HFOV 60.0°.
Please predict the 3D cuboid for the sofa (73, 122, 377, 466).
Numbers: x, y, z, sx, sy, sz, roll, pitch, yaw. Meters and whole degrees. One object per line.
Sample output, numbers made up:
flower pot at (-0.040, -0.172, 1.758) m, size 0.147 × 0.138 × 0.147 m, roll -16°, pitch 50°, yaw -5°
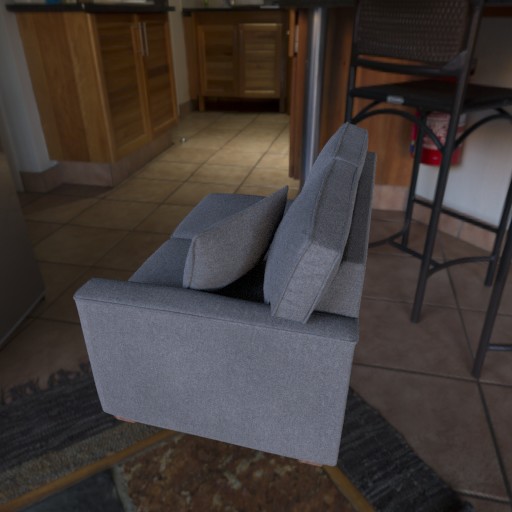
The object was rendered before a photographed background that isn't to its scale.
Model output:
sofa at (0.000, 0.000, 2.072) m, size 0.991 × 0.989 × 1.388 m, roll 8°, pitch 31°, yaw 13°
